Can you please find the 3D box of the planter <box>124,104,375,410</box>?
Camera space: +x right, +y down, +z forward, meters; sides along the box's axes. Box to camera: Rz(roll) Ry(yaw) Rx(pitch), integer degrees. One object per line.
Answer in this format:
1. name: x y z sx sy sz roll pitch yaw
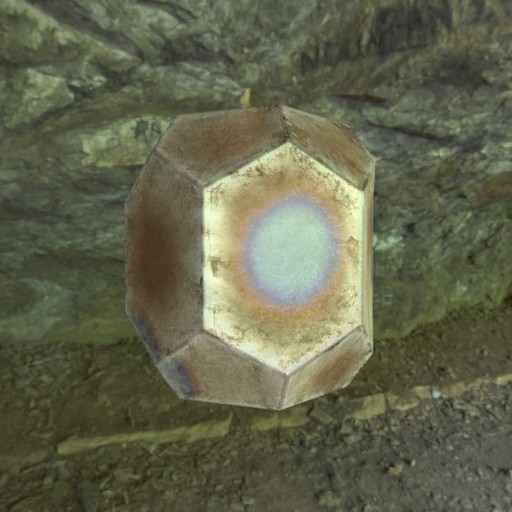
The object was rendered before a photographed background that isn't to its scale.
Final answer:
1. planter: 0.000 0.000 0.428 0.221 0.238 0.243 0 1 18
